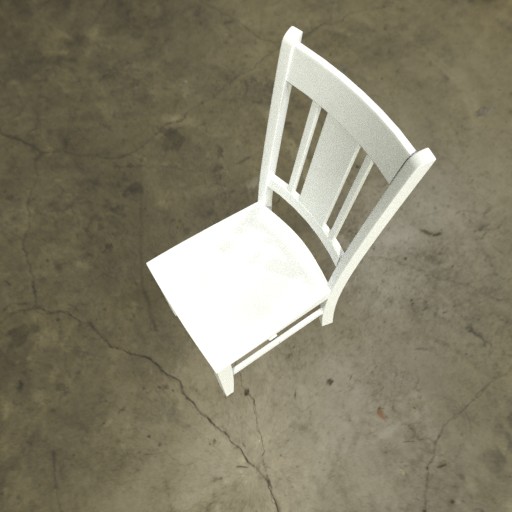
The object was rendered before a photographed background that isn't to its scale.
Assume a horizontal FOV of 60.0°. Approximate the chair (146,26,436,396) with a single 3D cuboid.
[{"bbox_3d":[0.000,0.000,1.291,0.555,0.998,0.450,-32,68,-14],"label":"chair"}]
